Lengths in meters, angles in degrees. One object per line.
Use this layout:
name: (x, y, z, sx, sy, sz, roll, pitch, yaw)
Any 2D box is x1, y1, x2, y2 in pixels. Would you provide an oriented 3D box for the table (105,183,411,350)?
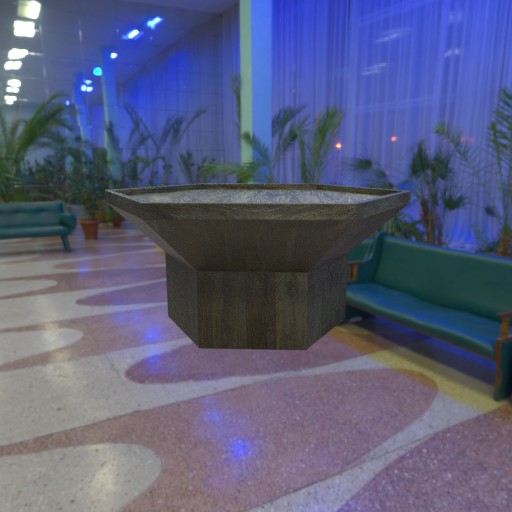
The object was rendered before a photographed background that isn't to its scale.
table: (0.000, 0.000, 1.664, 0.966, 0.488, 1.115, -6, 14, -27)
